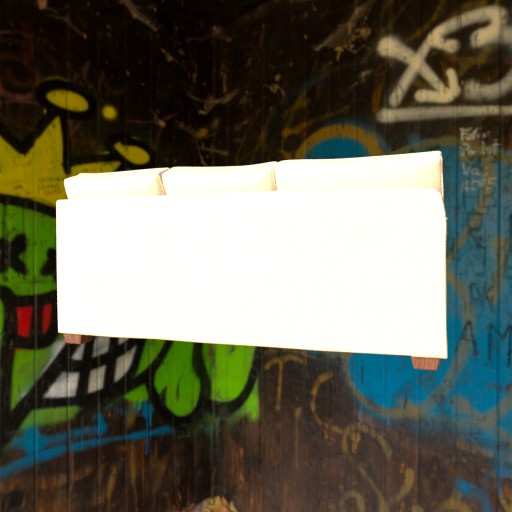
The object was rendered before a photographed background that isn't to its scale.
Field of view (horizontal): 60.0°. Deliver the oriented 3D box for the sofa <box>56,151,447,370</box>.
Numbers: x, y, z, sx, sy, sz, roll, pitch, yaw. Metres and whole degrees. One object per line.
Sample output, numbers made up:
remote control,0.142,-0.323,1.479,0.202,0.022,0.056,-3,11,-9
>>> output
sofa,0.000,0.000,2.569,1.962,0.946,1.034,0,0,17
